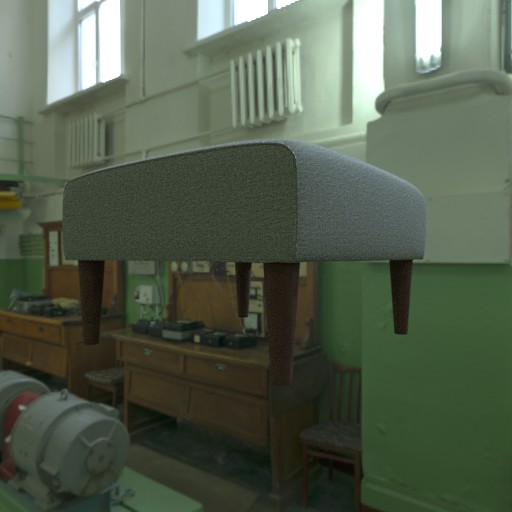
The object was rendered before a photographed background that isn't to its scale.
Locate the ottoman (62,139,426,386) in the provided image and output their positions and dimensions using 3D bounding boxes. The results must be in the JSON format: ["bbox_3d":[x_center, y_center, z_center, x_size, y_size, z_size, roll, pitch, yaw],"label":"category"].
[{"bbox_3d":[0.000,0.000,1.069,0.649,0.398,0.650,0,0,37],"label":"ottoman"}]
